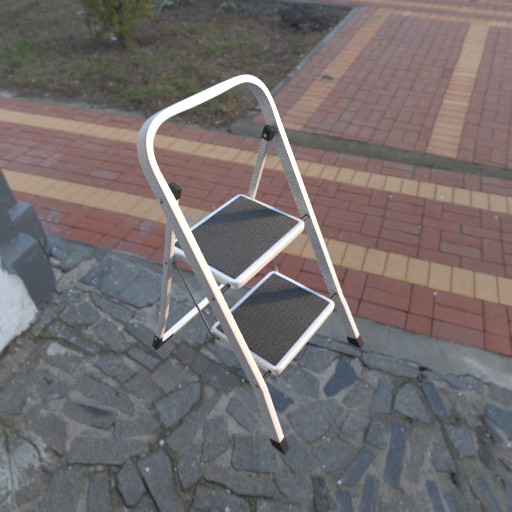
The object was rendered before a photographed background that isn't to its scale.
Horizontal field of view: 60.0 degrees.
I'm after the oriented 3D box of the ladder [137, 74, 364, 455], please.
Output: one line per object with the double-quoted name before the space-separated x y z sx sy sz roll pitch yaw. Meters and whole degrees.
"ladder" 0.000 0.000 1.173 0.544 0.810 0.460 27 49 27
